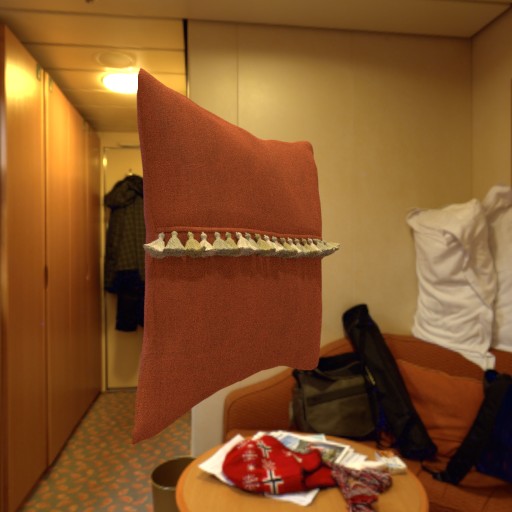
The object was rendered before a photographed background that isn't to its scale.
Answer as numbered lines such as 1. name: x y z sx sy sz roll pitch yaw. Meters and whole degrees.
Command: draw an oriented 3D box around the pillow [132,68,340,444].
1. pillow: 0.000 0.000 0.749 0.165 0.482 0.490 0 0 36
